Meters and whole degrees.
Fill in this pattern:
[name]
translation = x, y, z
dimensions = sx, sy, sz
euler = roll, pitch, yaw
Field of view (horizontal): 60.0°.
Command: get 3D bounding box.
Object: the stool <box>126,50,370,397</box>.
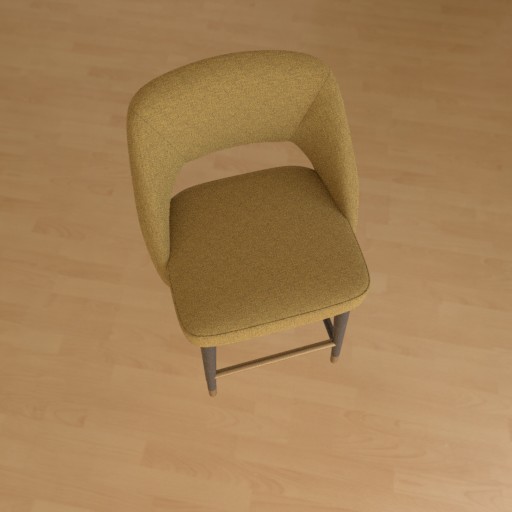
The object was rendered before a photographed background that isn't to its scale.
[stool]
translation = 0.000, 0.000, 1.237
dimensions = 0.536, 0.939, 0.522
euler = -14, 65, -7
